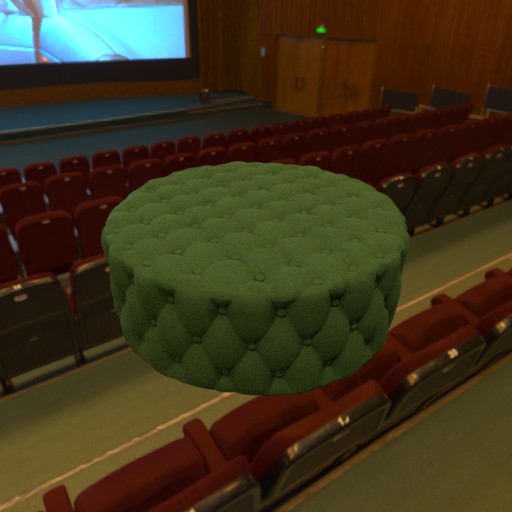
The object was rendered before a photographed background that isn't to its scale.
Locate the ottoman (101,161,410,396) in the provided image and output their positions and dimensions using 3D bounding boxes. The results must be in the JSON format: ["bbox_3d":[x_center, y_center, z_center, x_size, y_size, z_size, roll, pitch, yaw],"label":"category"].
[{"bbox_3d":[0.000,0.000,1.553,0.998,0.399,0.998,0,31,0],"label":"ottoman"}]
